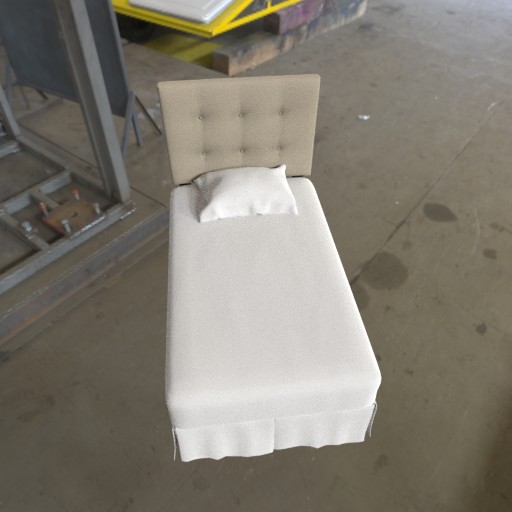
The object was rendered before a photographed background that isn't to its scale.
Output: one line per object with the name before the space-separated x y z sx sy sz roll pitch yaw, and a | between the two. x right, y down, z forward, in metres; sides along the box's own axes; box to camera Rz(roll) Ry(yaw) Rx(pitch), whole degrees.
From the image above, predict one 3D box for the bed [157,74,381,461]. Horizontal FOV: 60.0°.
bed | 0.000 0.000 2.939 1.261 1.571 1.997 -5 45 -5
